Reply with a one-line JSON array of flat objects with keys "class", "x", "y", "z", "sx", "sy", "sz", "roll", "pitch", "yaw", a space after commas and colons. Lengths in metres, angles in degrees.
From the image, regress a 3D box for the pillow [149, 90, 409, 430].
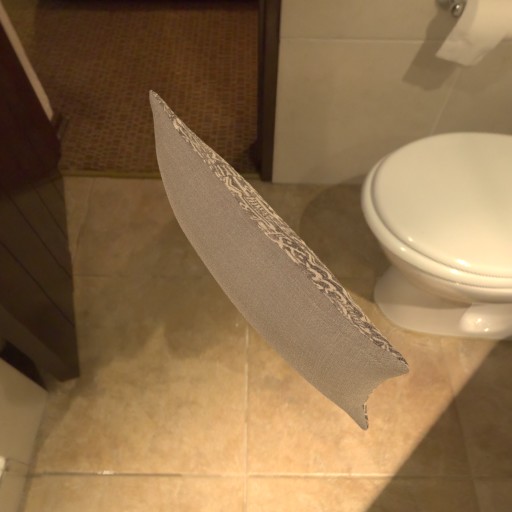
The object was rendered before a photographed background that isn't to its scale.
[{"class": "pillow", "x": 0.000, "y": 0.000, "z": 0.756, "sx": 0.148, "sy": 0.290, "sz": 0.631, "roll": -32, "pitch": 63, "yaw": -18}]
